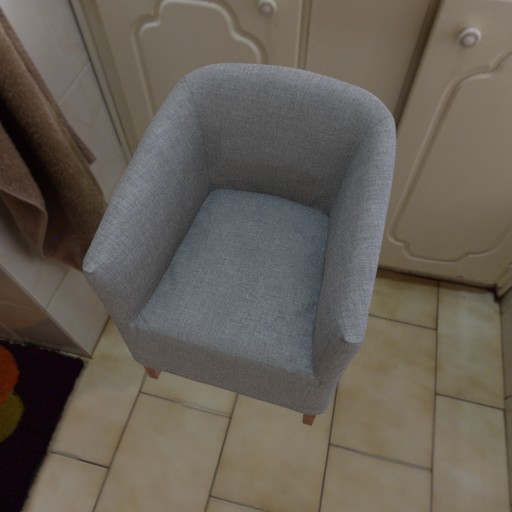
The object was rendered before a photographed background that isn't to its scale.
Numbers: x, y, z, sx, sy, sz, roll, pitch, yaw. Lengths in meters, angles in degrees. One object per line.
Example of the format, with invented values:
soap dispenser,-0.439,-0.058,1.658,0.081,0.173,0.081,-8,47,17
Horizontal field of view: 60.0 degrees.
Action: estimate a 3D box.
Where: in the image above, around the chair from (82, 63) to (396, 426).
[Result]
chair,0.000,0.000,1.264,0.600,0.771,0.668,14,58,9
